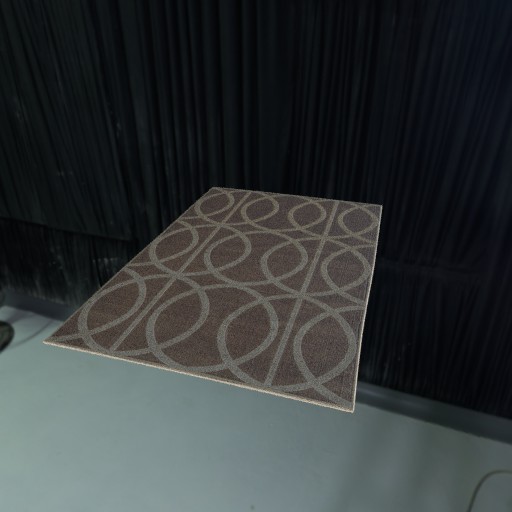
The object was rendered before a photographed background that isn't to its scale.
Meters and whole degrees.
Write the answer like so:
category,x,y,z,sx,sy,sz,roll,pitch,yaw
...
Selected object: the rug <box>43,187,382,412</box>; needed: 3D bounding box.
category,x,y,z,sx,sy,sz,roll,pitch,yaw
rug,0.000,0.000,2.954,1.526,0.014,2.290,8,30,15
